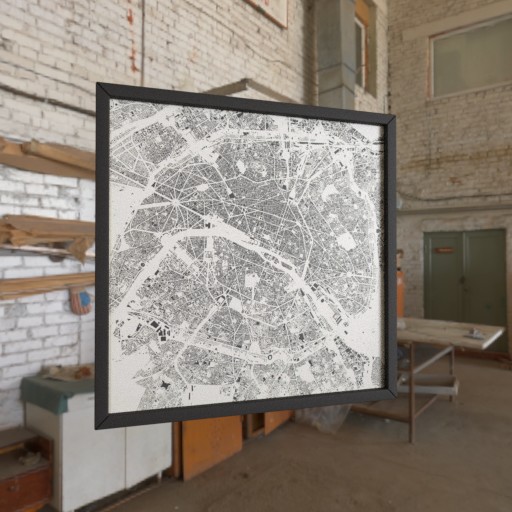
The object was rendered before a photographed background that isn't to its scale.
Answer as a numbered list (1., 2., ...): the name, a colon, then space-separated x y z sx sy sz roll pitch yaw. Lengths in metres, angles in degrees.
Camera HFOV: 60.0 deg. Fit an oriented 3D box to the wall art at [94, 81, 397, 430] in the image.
1. wall art: 0.000 0.000 0.448 0.305 0.305 0.037 0 -1 -17
